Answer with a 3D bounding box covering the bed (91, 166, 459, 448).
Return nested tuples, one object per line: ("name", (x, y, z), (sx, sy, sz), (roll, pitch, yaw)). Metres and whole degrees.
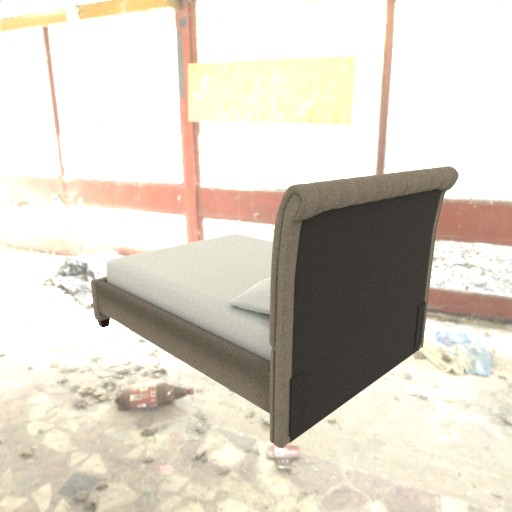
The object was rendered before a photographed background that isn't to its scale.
("bed", (0.000, 0.000, 3.373), (1.645, 1.371, 2.252), (-15, 21, -43))
